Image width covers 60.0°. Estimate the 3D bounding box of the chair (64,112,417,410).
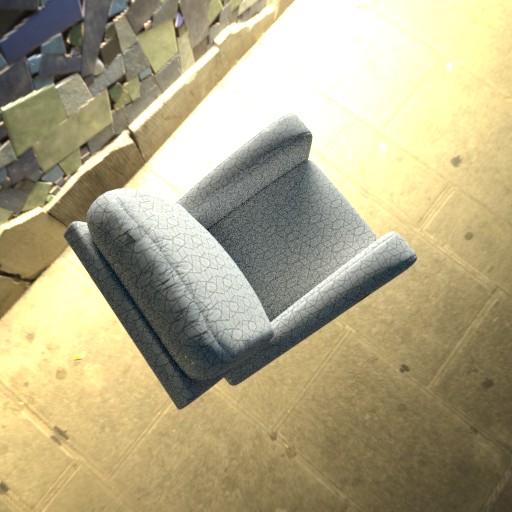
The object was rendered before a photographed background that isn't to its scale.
[{"bbox_3d":[0.000,0.000,1.763,0.995,1.064,0.796,-36,78,-9],"label":"chair"}]
